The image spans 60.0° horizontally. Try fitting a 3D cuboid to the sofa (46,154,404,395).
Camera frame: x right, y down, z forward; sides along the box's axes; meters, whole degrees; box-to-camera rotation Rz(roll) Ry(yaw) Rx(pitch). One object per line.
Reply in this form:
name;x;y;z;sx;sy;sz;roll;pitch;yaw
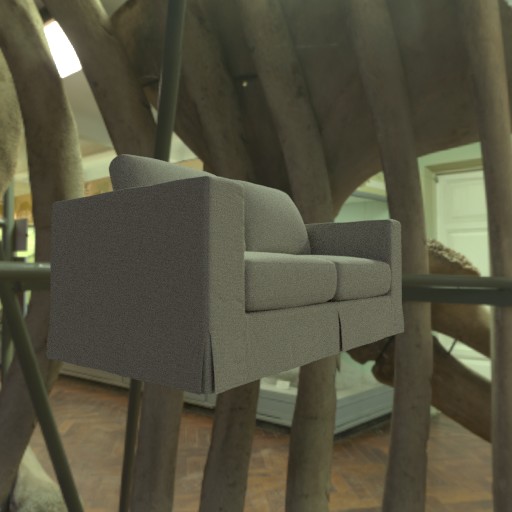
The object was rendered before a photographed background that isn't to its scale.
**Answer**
sofa;0.000;0.000;2.406;1.009;0.932;1.813;-1;-2;37
